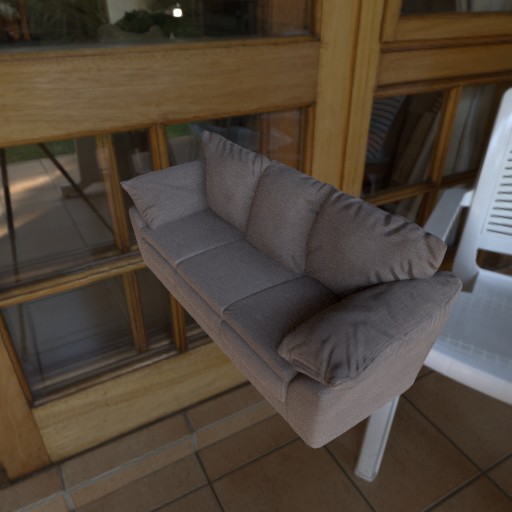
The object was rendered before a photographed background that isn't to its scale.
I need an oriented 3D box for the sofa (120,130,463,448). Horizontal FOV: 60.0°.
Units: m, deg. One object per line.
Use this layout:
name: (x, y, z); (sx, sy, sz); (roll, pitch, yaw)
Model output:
sofa: (0.000, 0.000, 2.812); (0.927, 1.043, 2.390); (-20, 36, -29)
